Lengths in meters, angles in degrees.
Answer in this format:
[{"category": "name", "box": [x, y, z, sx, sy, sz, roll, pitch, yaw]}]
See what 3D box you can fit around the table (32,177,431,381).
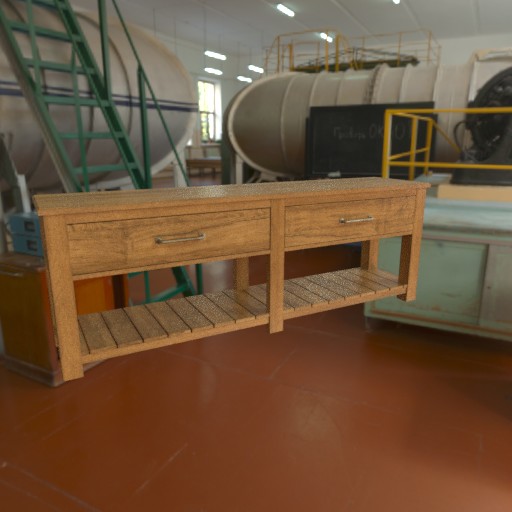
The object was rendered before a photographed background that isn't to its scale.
[{"category": "table", "box": [0.000, 0.000, 2.096, 1.815, 0.635, 0.425, -8, 17, -27]}]
